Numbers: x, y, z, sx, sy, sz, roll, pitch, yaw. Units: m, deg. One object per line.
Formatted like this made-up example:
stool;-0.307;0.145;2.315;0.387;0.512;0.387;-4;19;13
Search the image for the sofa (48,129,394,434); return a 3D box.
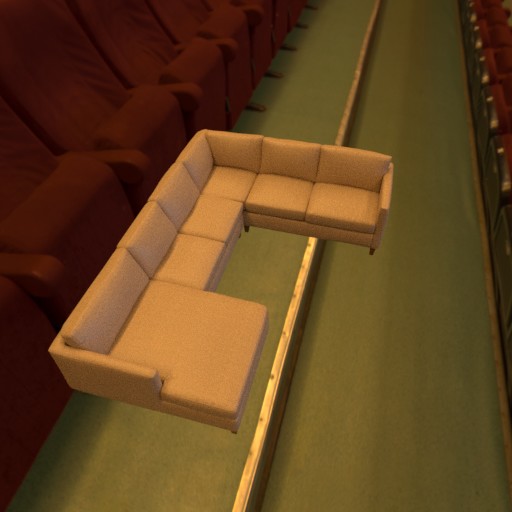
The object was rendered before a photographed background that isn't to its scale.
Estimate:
sofa;0.000;0.000;4.647;2.594;0.961;3.460;11;47;10
